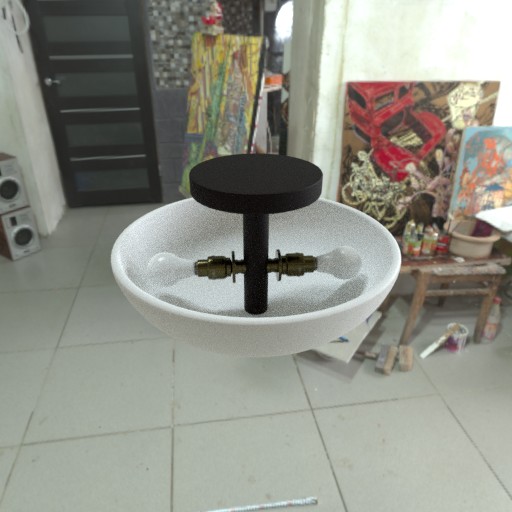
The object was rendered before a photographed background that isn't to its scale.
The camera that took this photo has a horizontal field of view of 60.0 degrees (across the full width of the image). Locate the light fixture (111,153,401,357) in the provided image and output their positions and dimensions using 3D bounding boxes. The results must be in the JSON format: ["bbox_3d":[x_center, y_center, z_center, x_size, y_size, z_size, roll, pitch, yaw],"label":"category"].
[{"bbox_3d":[0.000,0.000,0.535,0.331,0.212,0.331,0,28,0],"label":"light fixture"}]
